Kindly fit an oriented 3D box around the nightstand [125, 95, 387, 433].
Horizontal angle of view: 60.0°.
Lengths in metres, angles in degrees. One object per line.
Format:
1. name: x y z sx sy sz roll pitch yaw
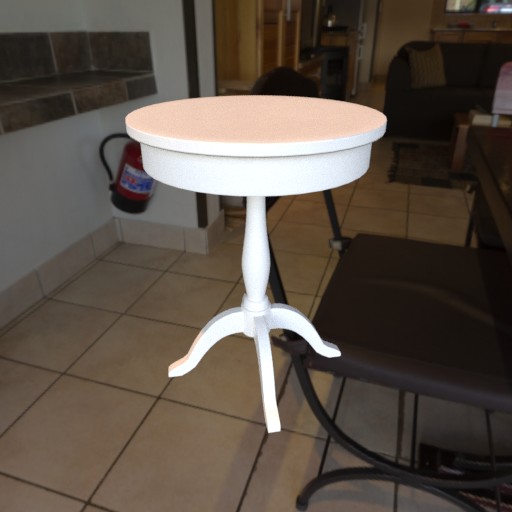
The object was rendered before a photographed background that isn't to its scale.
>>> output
1. nightstand: 0.000 0.000 1.048 0.513 0.653 0.513 -1 28 -1
